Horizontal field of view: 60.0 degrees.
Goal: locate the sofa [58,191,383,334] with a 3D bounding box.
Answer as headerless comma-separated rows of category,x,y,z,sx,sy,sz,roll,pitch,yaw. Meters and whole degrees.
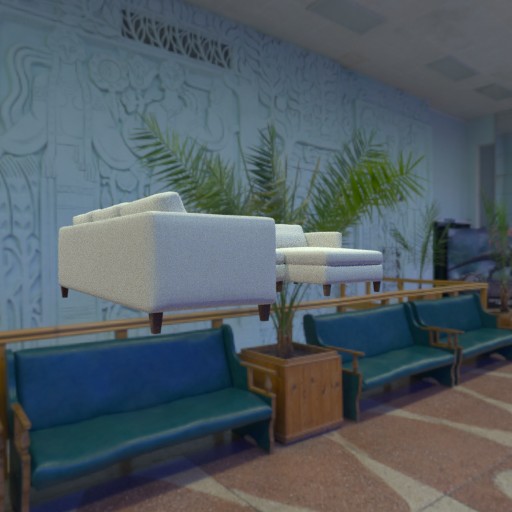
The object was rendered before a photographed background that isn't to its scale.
sofa,0.000,0.000,4.451,3.238,0.853,2.551,-1,1,-35
